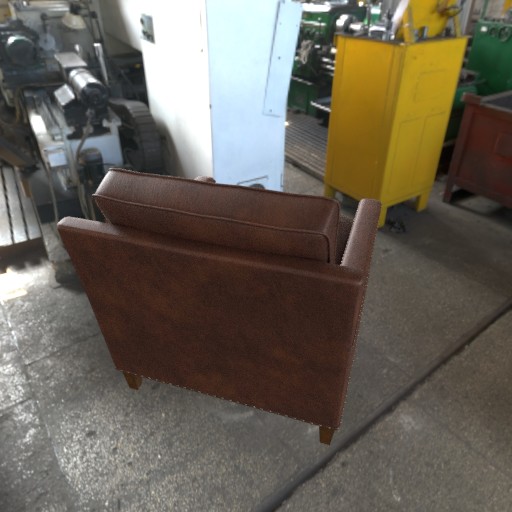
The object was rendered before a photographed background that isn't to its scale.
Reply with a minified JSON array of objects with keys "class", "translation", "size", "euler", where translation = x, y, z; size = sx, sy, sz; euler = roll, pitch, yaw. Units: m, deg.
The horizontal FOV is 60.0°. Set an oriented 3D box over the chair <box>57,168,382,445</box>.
[{"class":"chair","translation":[0.000,0.000,1.701],"size":[0.853,0.929,1.014],"euler":[10,35,15]}]
